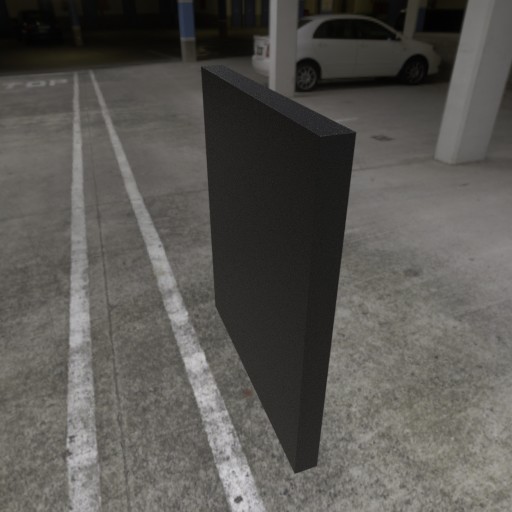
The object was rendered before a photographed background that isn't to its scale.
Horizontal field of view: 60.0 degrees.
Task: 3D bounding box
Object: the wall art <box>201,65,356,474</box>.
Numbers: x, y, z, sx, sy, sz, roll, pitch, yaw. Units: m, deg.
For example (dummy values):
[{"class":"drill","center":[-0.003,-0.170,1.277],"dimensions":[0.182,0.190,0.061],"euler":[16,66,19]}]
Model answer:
[{"class":"wall art","center":[0.000,0.000,0.532],"dimensions":[0.028,0.380,0.325],"euler":[-11,33,-17]}]
